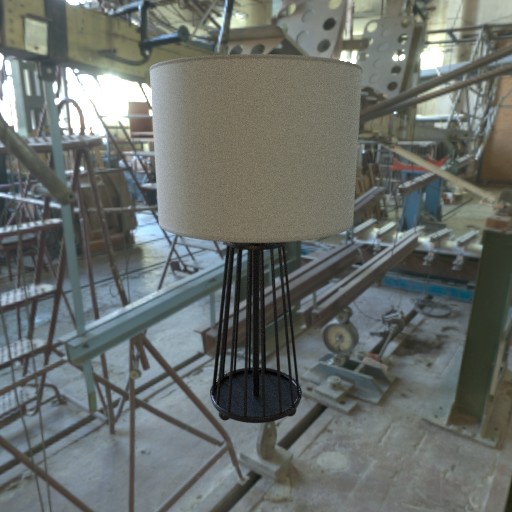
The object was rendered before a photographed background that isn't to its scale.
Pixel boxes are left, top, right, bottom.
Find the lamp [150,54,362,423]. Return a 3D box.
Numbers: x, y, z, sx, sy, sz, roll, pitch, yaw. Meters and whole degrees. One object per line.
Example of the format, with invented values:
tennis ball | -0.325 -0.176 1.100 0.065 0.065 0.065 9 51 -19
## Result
lamp | 0.000 0.000 0.767 0.322 0.593 0.322 -3 16 -9
